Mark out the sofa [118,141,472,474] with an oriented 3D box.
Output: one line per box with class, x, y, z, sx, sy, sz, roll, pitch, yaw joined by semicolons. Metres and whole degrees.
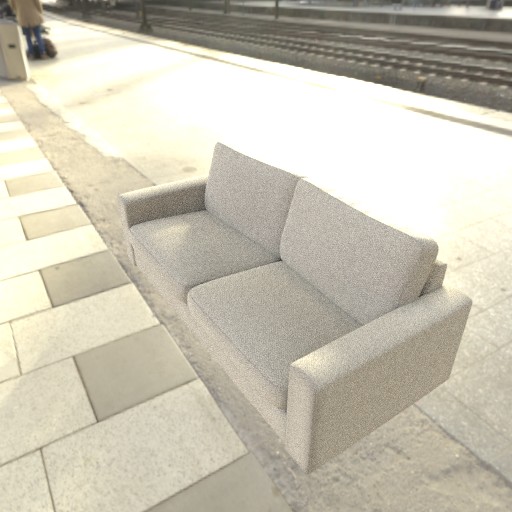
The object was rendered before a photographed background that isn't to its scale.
sofa;0.000;0.000;2.679;1.016;0.873;2.179;-19;36;-29
